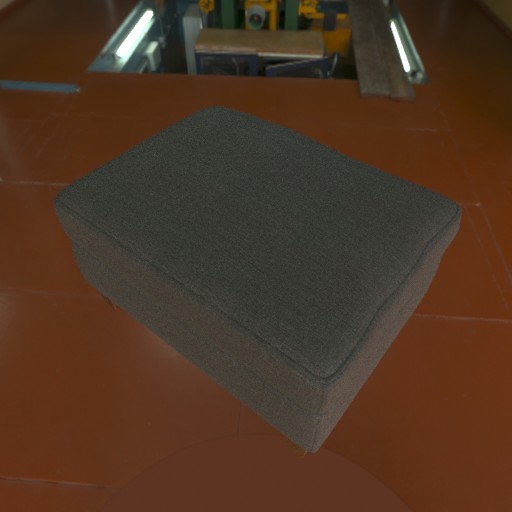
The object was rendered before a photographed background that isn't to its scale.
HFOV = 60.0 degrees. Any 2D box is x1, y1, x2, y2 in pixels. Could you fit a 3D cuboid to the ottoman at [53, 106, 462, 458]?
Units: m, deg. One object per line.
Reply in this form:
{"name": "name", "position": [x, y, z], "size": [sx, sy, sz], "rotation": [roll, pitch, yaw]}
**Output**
{"name": "ottoman", "position": [0.000, 0.000, 1.209], "size": [0.826, 0.496, 0.639], "rotation": [30, 53, 25]}
